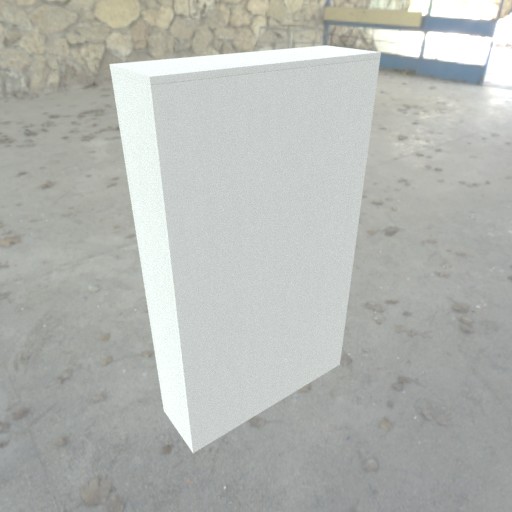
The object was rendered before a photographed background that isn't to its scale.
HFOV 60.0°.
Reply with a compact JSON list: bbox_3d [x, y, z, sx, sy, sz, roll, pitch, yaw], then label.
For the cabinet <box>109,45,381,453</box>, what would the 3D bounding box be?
[{"bbox_3d":[0.000,0.000,1.554,0.750,1.280,0.250,-21,37,-31],"label":"cabinet"}]
